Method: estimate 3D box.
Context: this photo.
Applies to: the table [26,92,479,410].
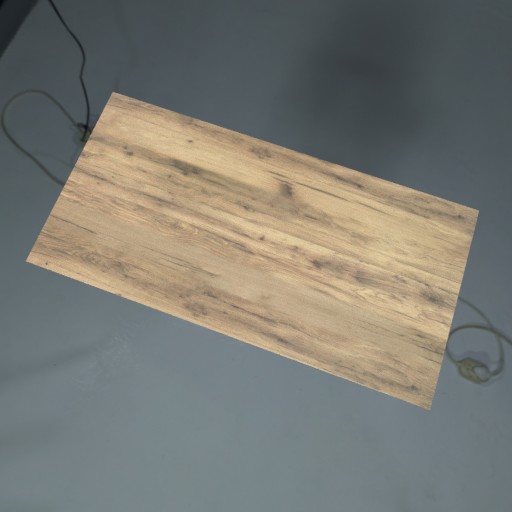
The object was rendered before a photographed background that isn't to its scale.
[{"bbox_3d":[0.000,0.000,2.544,2.000,0.770,1.000,19,76,5],"label":"table"}]
